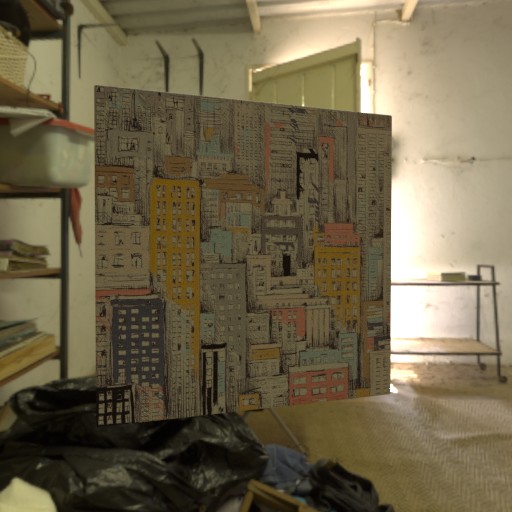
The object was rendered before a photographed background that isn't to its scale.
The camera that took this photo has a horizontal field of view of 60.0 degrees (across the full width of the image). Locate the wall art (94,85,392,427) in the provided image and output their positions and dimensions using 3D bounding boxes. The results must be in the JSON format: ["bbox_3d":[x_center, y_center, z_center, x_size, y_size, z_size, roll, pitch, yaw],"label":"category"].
[{"bbox_3d":[0.000,0.000,0.891,0.607,0.608,0.038,0,1,-17],"label":"wall art"}]
